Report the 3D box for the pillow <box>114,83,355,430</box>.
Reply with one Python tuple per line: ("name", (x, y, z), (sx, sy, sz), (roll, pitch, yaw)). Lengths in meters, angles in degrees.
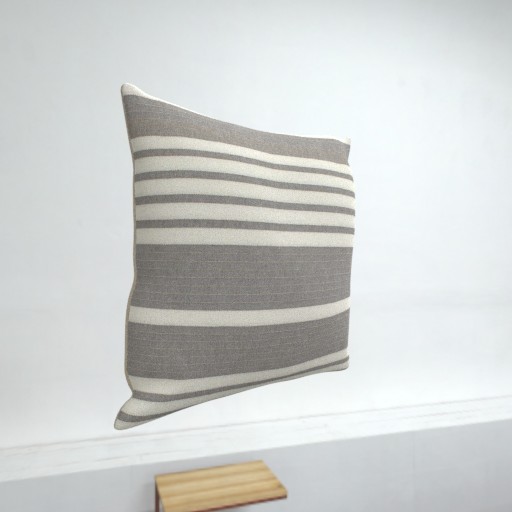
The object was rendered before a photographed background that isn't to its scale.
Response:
("pillow", (0.000, 0.000, 0.683), (0.439, 0.440, 0.182), (-1, 2, -37))
